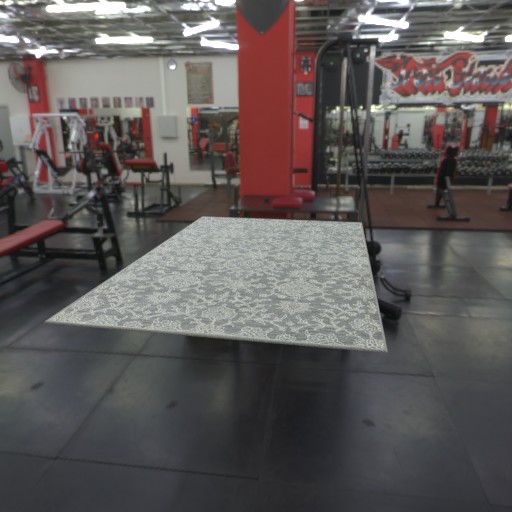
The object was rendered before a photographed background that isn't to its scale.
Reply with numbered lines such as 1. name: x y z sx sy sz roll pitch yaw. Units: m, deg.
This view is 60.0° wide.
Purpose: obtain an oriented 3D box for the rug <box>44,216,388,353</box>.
1. rug: 0.000 0.000 3.034 1.515 0.010 2.430 3 17 10
